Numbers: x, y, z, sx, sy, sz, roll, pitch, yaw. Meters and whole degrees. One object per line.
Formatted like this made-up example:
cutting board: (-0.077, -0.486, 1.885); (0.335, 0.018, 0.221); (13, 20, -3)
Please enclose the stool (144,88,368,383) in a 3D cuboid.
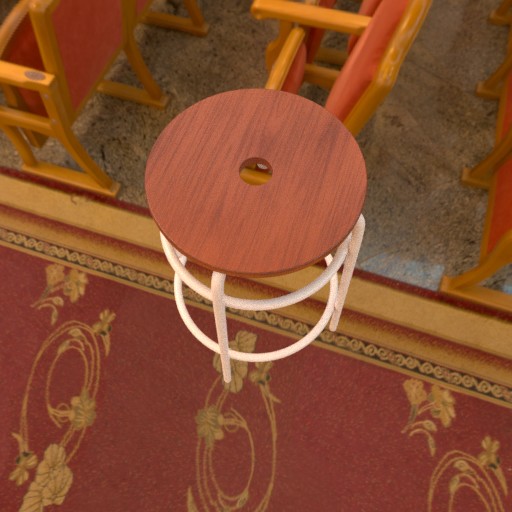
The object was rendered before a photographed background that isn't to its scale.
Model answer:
stool: (0.000, 0.000, 0.943); (0.455, 0.610, 0.455); (18, 66, 8)
